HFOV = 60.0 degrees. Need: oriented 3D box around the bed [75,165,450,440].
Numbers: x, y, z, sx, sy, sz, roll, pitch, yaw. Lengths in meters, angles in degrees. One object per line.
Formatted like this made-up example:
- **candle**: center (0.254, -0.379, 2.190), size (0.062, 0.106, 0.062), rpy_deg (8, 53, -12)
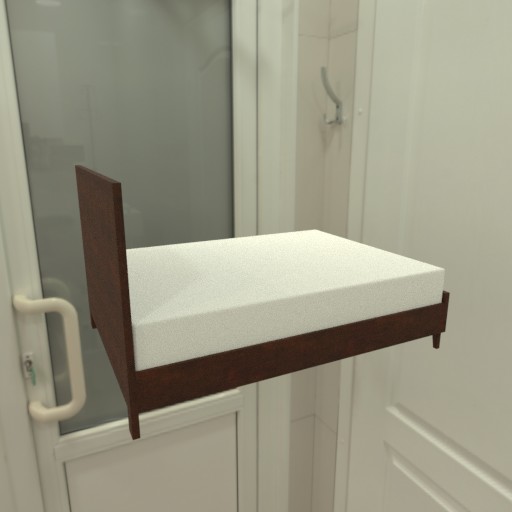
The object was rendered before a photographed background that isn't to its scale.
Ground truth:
- **bed**: center (0.000, 0.000, 3.216), size (2.184, 1.270, 1.600), rpy_deg (-7, 16, -26)
